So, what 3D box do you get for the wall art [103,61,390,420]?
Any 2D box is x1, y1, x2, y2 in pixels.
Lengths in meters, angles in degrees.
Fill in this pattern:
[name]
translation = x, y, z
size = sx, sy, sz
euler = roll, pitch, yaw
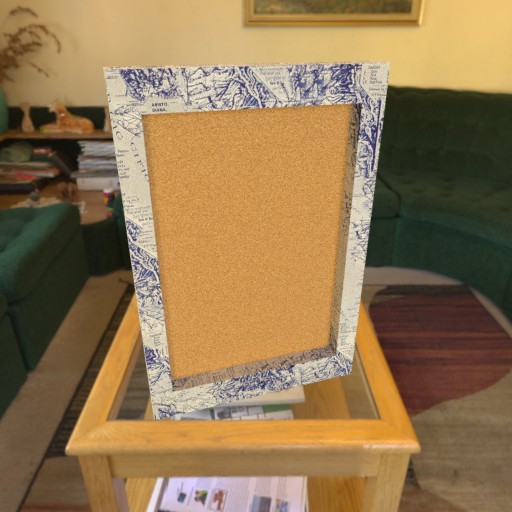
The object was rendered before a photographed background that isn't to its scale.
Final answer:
[wall art]
translation = 0.000, 0.000, 0.756
size = 0.408, 0.601, 0.040
euler = -8, 28, -16
